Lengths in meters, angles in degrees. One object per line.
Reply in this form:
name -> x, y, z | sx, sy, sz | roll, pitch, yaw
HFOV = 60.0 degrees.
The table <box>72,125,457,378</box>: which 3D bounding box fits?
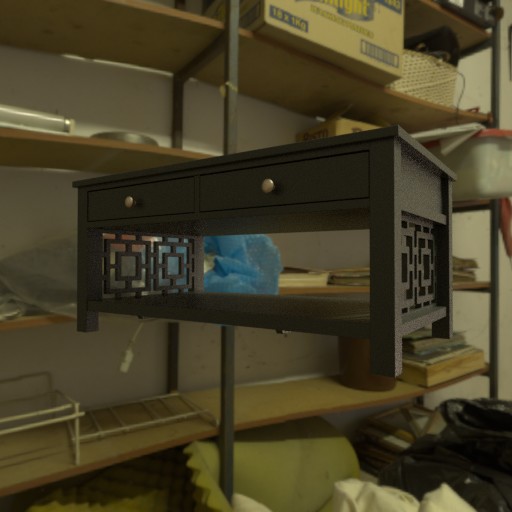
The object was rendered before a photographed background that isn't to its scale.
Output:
table -> 0.000, 0.000, 1.398 | 1.068, 0.493, 0.612 | -1, -1, 34
